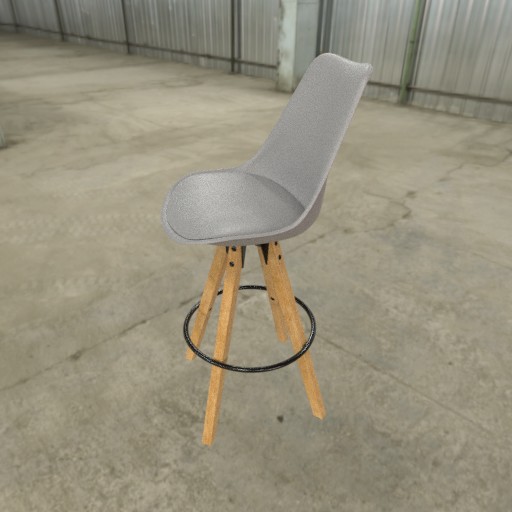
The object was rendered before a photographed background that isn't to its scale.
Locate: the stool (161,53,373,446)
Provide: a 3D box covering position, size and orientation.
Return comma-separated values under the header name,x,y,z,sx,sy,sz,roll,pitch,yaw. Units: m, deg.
name,x,y,z,sx,sy,sz,roll,pitch,yaw
stool,0.000,0.000,1.378,0.550,1.115,0.485,-8,32,-13
